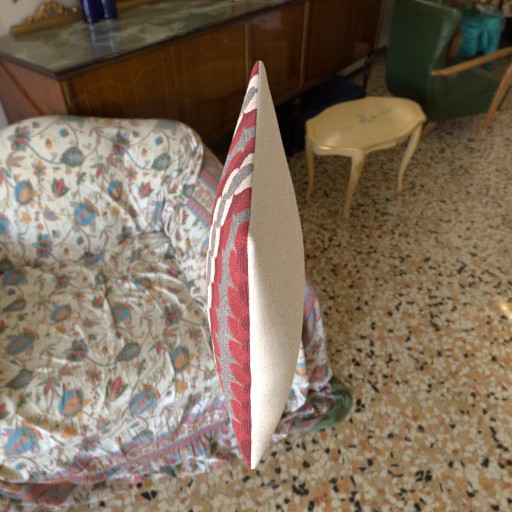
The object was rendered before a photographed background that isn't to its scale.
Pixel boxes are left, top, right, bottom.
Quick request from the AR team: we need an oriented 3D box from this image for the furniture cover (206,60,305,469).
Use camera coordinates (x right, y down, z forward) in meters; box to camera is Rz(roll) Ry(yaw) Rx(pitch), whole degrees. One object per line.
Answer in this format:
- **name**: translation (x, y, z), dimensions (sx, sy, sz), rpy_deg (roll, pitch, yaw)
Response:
- **furniture cover**: translation (0.000, 0.000, 0.647), dimensions (0.145, 0.420, 0.435), rpy_deg (1, 41, 1)
